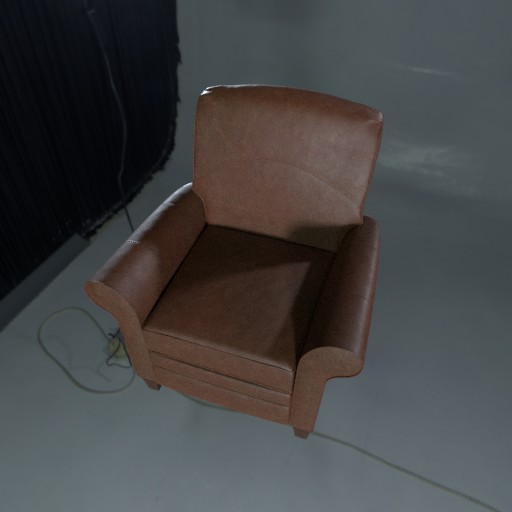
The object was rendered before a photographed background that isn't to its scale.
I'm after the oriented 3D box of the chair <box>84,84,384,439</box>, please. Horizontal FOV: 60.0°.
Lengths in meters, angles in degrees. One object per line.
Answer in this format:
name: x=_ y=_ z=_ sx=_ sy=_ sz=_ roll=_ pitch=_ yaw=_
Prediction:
chair: x=0.000 y=0.000 z=1.786 sx=0.978 sy=1.061 sz=0.902 roll=13 pitch=44 yaw=14
